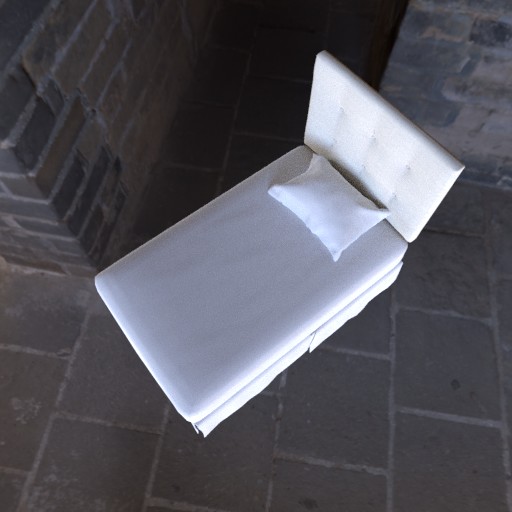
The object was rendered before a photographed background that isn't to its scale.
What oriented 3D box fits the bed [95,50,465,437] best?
[{"bbox_3d":[0.000,0.000,2.989,1.997,1.571,1.261,-35,69,-16],"label":"bed"}]
